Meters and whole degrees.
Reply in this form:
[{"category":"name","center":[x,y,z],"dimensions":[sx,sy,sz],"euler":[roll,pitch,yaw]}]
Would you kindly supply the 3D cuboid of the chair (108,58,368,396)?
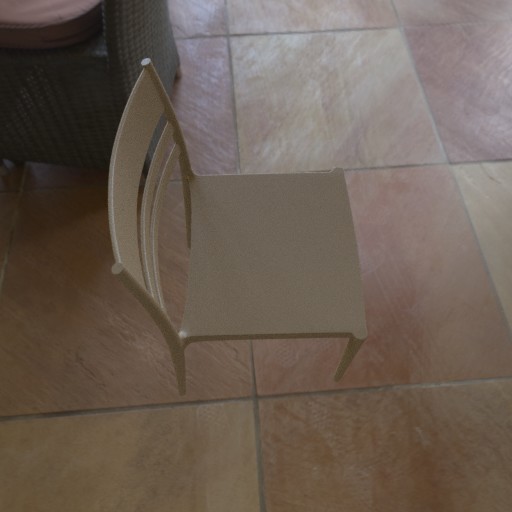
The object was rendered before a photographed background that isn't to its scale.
[{"category":"chair","center":[0.000,0.000,1.117],"dimensions":[0.511,0.800,0.531],"euler":[-1,62,-1]}]
